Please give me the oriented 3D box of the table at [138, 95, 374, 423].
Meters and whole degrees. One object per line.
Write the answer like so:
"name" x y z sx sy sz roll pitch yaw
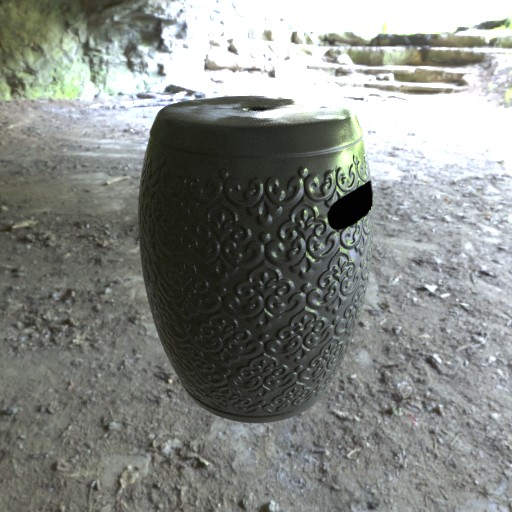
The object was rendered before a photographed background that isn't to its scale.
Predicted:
"table" 0.000 0.000 0.616 0.309 0.397 0.309 0 27 0
